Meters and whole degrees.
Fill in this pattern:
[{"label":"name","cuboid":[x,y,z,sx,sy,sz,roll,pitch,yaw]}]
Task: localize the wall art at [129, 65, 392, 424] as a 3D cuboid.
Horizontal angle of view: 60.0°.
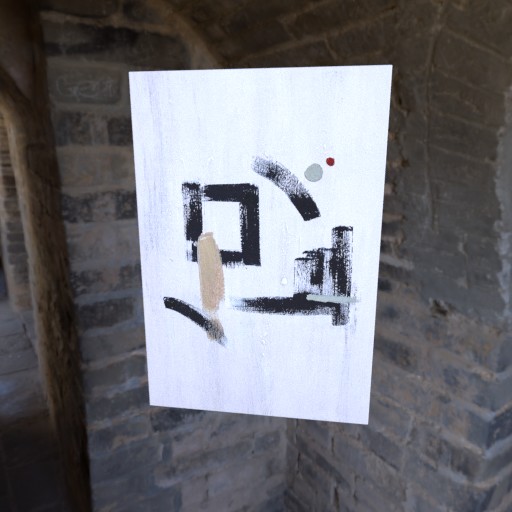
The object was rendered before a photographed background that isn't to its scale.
[{"label":"wall art","cuboid":[0.000,0.000,1.167,0.624,0.914,0.043,2,14,8]}]
